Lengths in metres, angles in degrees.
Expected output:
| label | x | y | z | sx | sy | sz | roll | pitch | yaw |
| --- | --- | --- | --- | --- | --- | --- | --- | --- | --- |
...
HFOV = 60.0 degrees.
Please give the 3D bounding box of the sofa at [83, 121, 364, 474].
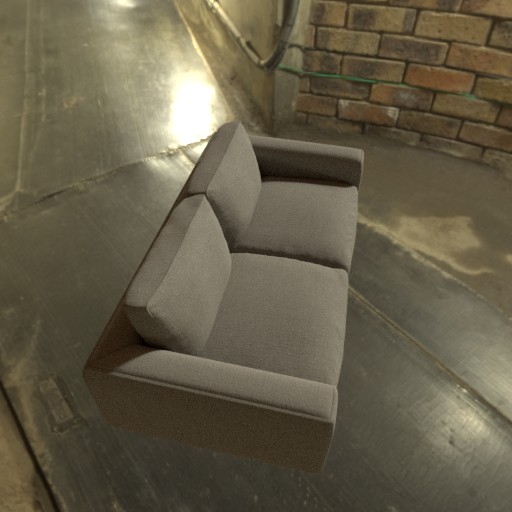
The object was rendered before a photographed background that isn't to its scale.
| label | x | y | z | sx | sy | sz | roll | pitch | yaw |
| --- | --- | --- | --- | --- | --- | --- | --- | --- | --- |
| sofa | 0.000 | 0.000 | 2.462 | 1.069 | 0.800 | 1.920 | 9 | 47 | 9 |
